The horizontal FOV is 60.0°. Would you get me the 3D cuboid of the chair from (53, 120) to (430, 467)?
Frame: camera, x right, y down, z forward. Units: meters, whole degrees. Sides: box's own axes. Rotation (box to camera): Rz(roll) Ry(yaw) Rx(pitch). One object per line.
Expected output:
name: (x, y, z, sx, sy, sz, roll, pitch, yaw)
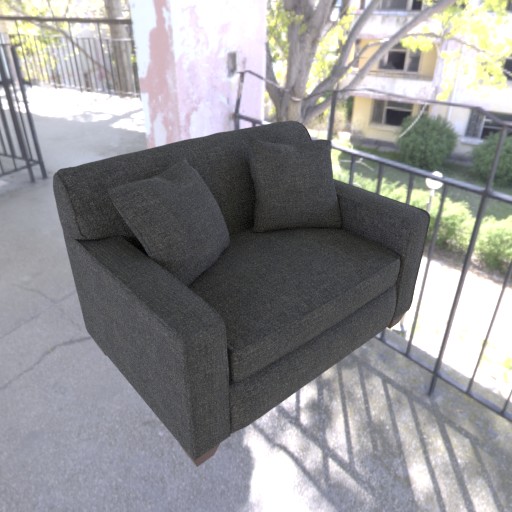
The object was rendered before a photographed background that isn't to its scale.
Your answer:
chair: (0.000, 0.000, 2.059, 1.383, 0.948, 1.000, -23, 37, -35)
